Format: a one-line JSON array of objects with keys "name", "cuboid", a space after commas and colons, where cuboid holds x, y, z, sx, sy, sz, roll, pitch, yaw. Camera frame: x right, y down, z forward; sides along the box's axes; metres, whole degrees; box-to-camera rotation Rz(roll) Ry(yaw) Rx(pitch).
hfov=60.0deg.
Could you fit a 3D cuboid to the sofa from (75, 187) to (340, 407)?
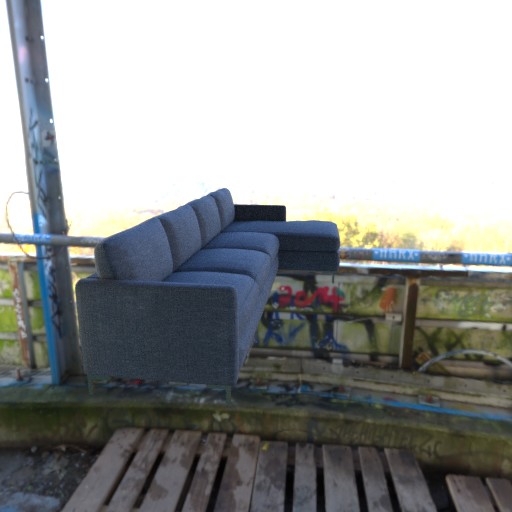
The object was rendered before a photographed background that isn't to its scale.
[{"name": "sofa", "cuboid": [0.000, 0.000, 3.453, 1.350, 0.810, 2.932, 2, 14, 8]}]
